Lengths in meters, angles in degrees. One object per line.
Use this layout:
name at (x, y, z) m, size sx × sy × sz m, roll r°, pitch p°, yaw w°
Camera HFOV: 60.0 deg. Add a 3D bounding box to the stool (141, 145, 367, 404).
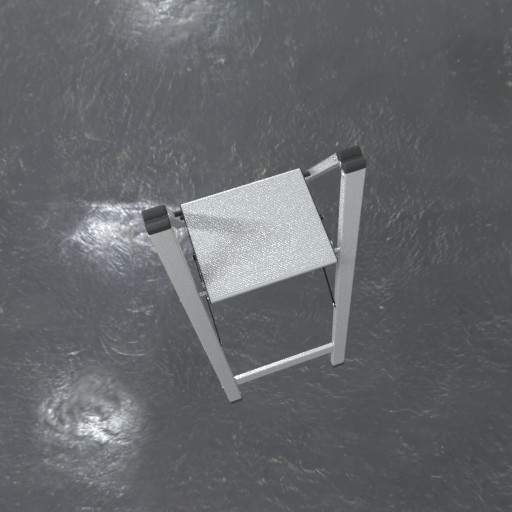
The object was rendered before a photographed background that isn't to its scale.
stool at (0.000, 0.000, 1.264) m, size 0.441 × 0.902 × 0.730 m, roll -18°, pitch 74°, yaw -5°
